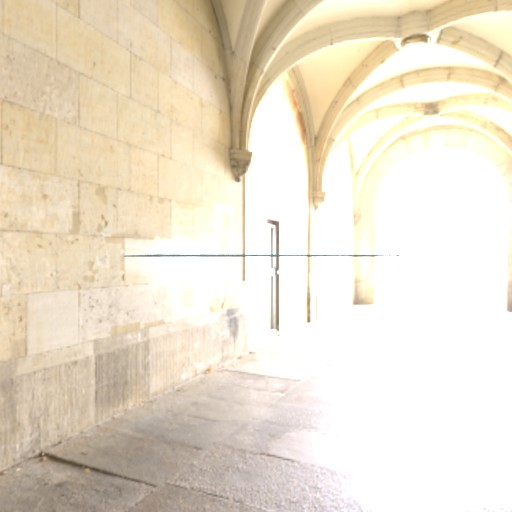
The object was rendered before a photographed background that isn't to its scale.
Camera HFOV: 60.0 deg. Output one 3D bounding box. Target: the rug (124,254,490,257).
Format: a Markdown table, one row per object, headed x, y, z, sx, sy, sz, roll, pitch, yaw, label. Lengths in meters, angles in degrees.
| x | y | z | sx | sy | sz | roll | pitch | yaw | label |
| --- | --- | --- | --- | --- | --- | --- | --- | --- | --- |
| 0.000 | 0.000 | 3.006 | 1.622 | 0.009 | 2.373 | 0 | 0 | -20 | rug |
